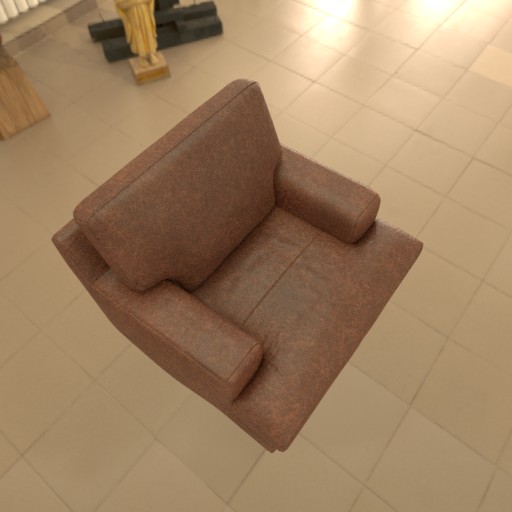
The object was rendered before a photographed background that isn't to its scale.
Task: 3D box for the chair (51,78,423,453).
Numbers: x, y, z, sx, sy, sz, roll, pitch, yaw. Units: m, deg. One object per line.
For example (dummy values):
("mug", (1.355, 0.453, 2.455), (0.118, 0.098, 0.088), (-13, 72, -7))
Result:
("chair", (0.000, 0.000, 1.963), (1.143, 0.939, 1.168), (33, 64, 19))
